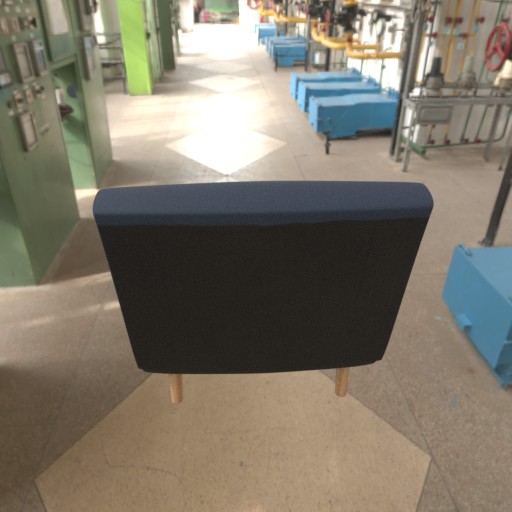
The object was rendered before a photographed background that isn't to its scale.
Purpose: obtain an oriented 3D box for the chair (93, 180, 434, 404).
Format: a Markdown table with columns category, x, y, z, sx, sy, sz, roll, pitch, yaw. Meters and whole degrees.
| category | x | y | z | sx | sy | sz | roll | pitch | yaw |
| --- | --- | --- | --- | --- | --- | --- | --- | --- | --- |
| chair | 0.000 | 0.000 | 1.535 | 0.770 | 0.808 | 0.900 | -1 | 30 | -3 |
